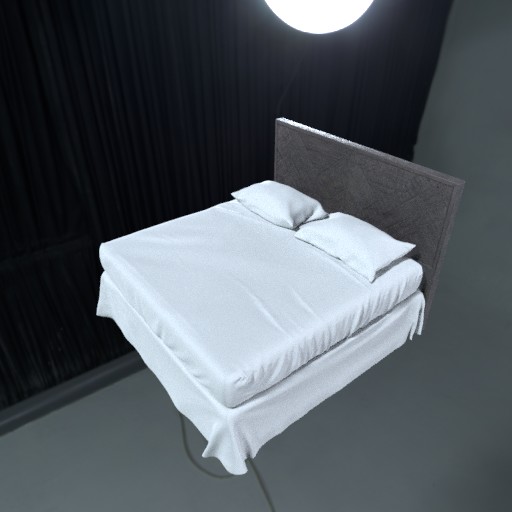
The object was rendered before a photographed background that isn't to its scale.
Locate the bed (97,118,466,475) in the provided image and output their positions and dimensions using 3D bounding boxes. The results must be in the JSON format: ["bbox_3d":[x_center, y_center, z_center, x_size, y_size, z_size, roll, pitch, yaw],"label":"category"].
[{"bbox_3d":[0.000,0.000,2.926,1.785,1.142,1.772,-23,40,-31],"label":"bed"}]
